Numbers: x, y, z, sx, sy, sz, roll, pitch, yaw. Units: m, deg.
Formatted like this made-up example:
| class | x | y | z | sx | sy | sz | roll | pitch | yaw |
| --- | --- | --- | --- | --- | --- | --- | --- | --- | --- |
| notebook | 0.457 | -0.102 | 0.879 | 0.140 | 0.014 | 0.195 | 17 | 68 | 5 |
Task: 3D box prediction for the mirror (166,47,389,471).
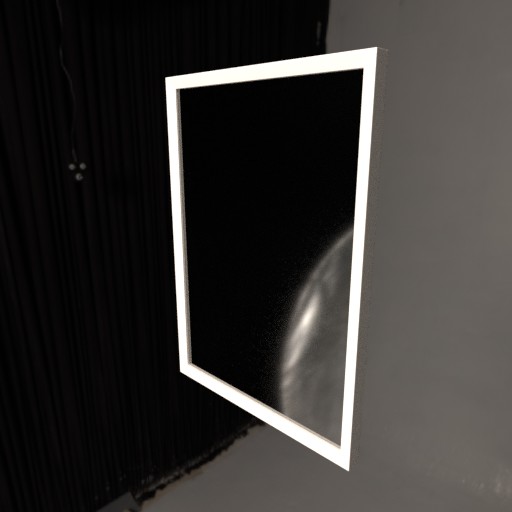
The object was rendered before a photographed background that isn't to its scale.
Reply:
| class | x | y | z | sx | sy | sz | roll | pitch | yaw |
| --- | --- | --- | --- | --- | --- | --- | --- | --- | --- |
| mirror | 0.000 | 0.000 | 0.897 | 0.507 | 0.710 | 0.039 | 14 | 21 | 42 |
